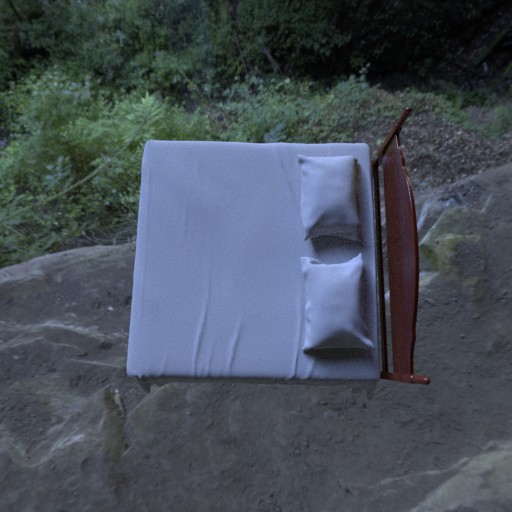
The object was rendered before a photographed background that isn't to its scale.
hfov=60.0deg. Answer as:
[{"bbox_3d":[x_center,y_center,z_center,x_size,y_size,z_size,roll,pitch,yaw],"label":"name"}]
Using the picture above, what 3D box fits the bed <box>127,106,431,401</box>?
[{"bbox_3d":[0.000,0.000,3.590,2.219,1.355,2.322,1,77,0],"label":"bed"}]
